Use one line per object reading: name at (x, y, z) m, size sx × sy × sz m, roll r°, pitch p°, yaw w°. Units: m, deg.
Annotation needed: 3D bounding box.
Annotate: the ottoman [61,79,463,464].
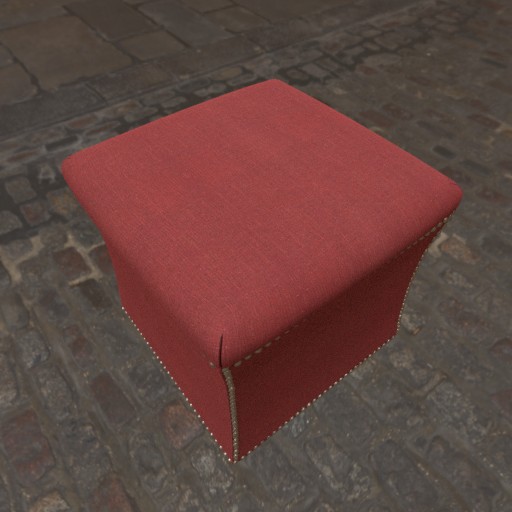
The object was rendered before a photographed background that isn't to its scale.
ottoman at (0.000, 0.000, 0.882) m, size 0.507 × 0.475 × 0.497 m, roll -30°, pitch 55°, yaw -24°
